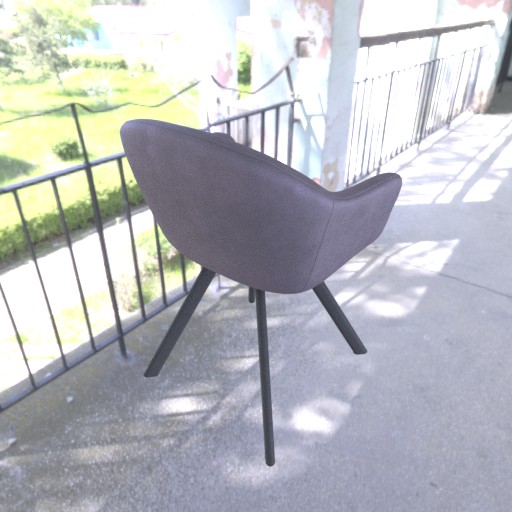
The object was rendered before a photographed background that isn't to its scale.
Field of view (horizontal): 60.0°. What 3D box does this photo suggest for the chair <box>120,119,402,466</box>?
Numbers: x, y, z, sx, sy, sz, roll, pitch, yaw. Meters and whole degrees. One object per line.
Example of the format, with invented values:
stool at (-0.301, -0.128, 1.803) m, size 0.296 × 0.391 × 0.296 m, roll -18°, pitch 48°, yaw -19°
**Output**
chair at (0.000, 0.000, 1.154) m, size 0.567 × 0.781 × 0.544 m, roll 22°, pitch 38°, yaw 32°
